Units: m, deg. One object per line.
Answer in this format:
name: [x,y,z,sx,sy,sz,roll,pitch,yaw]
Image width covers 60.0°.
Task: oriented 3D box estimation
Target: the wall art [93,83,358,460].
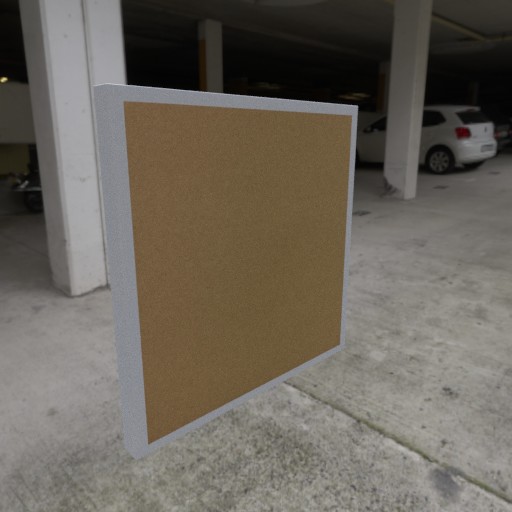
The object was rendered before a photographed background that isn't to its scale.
wall art: [0.000,0.000,0.754,0.508,0.507,0.035,-14,20,-42]
